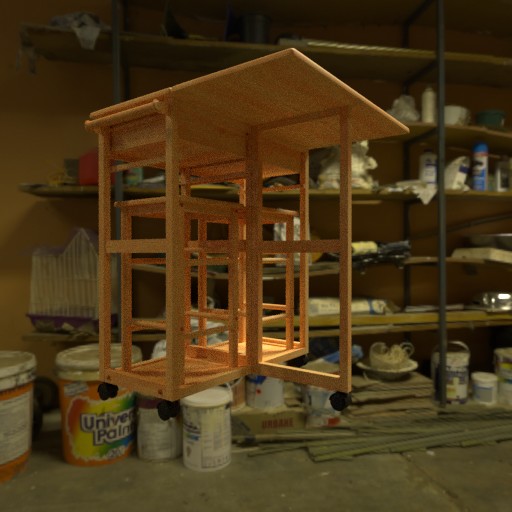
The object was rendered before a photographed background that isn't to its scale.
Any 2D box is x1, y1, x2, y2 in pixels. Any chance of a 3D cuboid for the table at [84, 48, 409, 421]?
[{"bbox_3d":[0.000,0.000,1.356,0.693,0.832,0.752,0,1,37],"label":"table"}]
